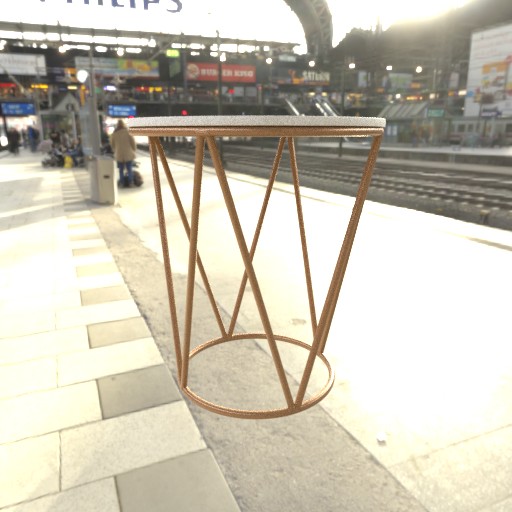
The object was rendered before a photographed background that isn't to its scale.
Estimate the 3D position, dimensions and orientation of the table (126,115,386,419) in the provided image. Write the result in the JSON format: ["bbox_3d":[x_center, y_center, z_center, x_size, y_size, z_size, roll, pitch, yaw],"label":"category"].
[{"bbox_3d":[0.000,0.000,0.962,0.500,0.564,0.500,0,16,0],"label":"table"}]
